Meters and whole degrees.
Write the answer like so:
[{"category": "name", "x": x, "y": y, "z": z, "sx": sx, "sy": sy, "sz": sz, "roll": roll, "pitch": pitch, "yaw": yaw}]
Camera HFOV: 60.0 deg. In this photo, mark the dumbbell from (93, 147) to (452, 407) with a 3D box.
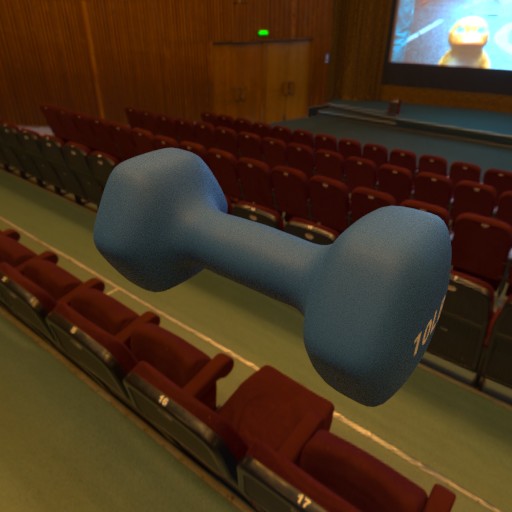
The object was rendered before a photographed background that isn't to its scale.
[{"category": "dumbbell", "x": 0.000, "y": 0.000, "z": 0.267, "sx": 0.212, "sy": 0.093, "sz": 0.103, "roll": 22, "pitch": 36, "yaw": 33}]
